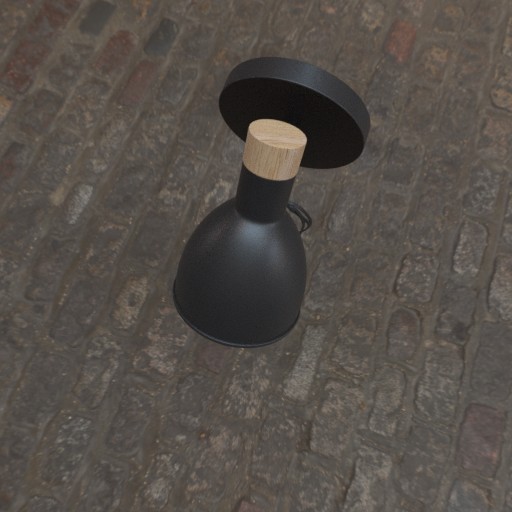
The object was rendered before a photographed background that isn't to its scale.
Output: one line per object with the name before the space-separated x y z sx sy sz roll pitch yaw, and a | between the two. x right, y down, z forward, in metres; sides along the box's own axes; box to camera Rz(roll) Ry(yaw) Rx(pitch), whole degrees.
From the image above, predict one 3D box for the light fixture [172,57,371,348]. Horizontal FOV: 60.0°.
light fixture | 0.000 0.000 0.479 0.127 0.401 0.203 19 77 5
